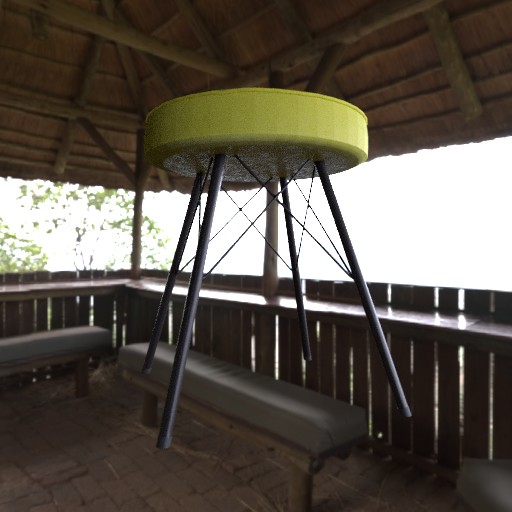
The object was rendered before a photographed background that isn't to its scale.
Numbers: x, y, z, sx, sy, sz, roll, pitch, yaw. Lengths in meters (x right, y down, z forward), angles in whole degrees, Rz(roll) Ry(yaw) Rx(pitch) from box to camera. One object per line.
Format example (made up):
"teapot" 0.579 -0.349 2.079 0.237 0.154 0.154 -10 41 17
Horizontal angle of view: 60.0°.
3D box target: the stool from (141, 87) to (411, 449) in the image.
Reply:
"stool" 0.000 0.000 0.834 0.409 0.508 0.409 0 0 -17
